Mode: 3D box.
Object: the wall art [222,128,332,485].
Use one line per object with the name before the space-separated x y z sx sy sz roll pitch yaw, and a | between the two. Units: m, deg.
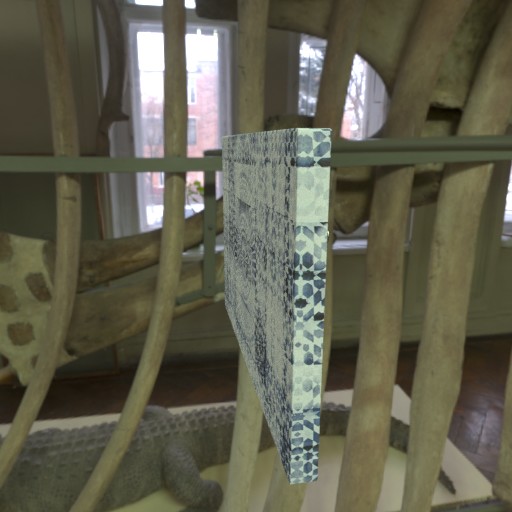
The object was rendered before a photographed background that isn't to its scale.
wall art | 0.000 0.000 1.146 0.057 0.608 0.911 -3 15 -11
